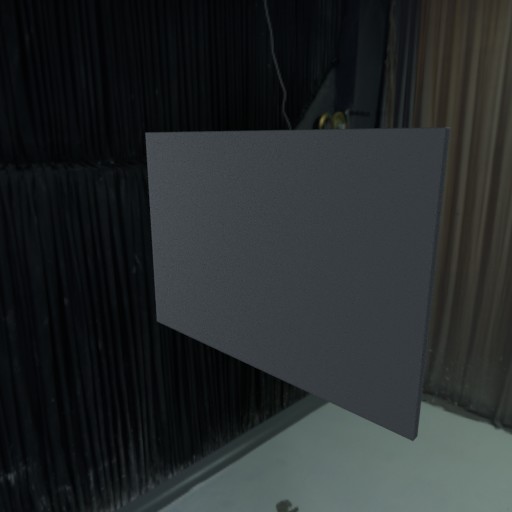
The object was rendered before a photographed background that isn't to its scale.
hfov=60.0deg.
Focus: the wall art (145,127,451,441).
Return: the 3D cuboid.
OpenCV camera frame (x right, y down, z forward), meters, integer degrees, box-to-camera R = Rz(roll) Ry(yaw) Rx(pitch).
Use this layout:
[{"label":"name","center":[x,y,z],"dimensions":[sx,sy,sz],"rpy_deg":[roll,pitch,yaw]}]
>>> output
[{"label":"wall art","center":[0.000,0.000,1.212],"dimensions":[0.964,0.659,0.049],"rpy_deg":[14,20,43]}]
